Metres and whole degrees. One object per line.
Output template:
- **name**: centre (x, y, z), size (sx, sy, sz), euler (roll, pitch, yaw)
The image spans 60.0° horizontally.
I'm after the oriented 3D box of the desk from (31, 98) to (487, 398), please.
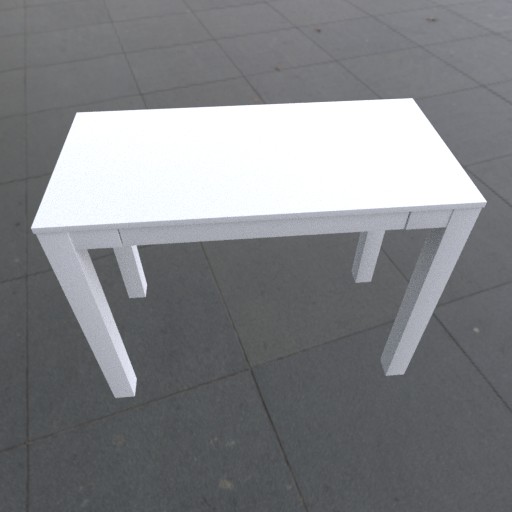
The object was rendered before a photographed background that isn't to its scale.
- **desk**: centre (0.000, 0.000, 1.403), size (0.990, 0.762, 0.497), euler (-4, 46, -4)
